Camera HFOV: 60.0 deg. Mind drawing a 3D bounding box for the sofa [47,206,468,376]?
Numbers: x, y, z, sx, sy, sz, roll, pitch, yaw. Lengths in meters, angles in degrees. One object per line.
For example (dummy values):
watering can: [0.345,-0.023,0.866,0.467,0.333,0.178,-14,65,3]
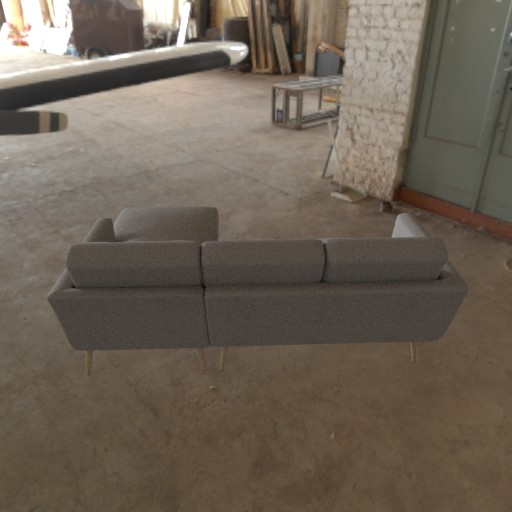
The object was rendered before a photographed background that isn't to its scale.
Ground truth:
sofa: [0.000,0.000,2.825,2.040,0.860,1.530,-1,29,-2]
